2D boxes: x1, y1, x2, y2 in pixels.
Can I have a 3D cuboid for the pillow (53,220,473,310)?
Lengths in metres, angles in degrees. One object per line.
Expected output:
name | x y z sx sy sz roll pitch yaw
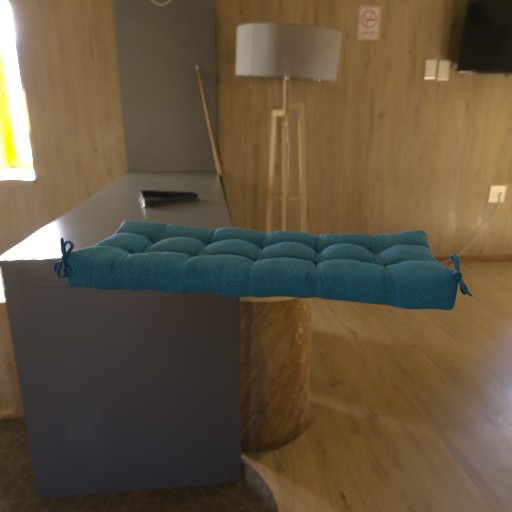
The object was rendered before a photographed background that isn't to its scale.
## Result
pillow | 0.000 0.000 1.408 1.194 0.174 0.511 3 18 8
